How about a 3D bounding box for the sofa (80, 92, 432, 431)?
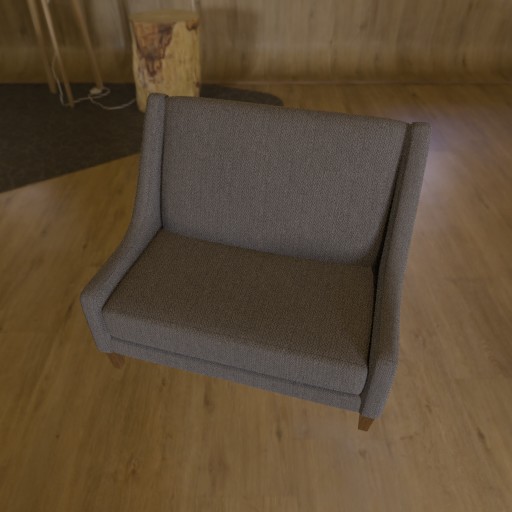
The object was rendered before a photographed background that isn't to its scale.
[{"bbox_3d":[0.000,0.000,1.898,1.242,1.022,0.873,10,42,12],"label":"sofa"}]
